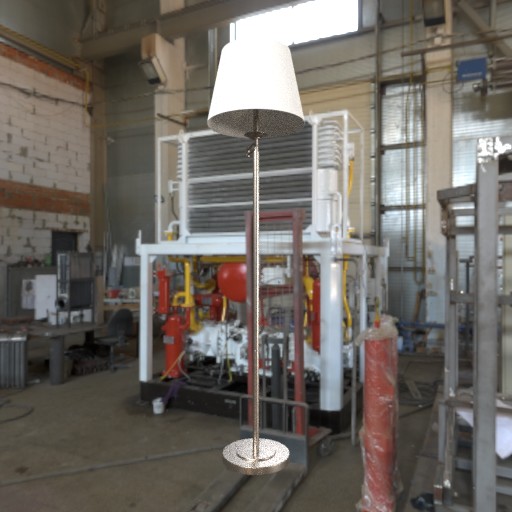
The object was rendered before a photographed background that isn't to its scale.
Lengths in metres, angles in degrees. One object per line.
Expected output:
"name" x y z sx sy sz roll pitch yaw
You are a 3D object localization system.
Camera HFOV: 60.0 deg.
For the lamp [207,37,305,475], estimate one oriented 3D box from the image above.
"lamp" 0.000 0.000 1.612 0.355 1.473 0.355 0 0 0
